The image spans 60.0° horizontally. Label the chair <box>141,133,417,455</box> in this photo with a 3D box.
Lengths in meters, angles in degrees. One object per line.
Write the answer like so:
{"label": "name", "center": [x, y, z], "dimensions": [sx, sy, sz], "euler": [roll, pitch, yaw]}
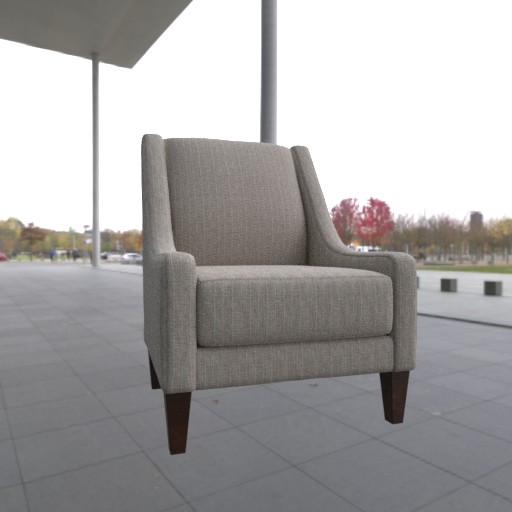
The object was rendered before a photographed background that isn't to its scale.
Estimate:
{"label": "chair", "center": [0.000, 0.000, 1.596], "dimensions": [0.774, 1.014, 0.870], "euler": [0, 1, -18]}
